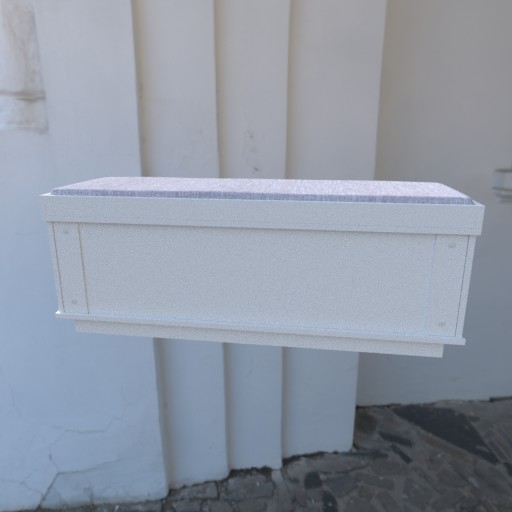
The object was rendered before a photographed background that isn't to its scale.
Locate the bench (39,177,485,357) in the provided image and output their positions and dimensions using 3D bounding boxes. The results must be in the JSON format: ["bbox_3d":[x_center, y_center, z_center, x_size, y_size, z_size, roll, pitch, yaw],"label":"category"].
[{"bbox_3d":[0.000,0.000,1.407,1.196,0.453,0.363,2,16,8],"label":"bench"}]
